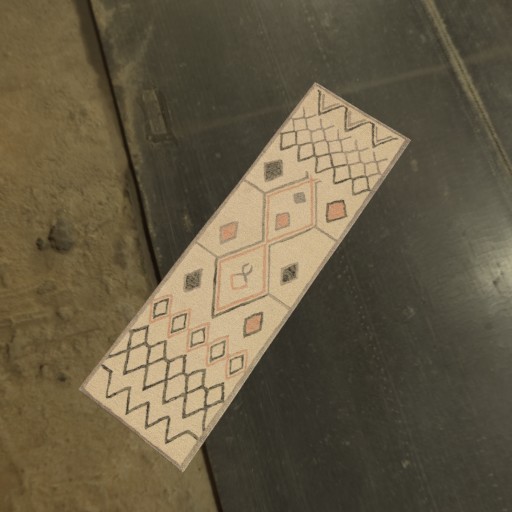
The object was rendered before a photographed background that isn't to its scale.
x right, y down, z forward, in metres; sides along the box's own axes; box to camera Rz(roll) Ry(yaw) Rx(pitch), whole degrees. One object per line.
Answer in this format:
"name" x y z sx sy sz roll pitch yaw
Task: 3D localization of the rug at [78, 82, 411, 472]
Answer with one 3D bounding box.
"rug" 0.000 0.000 2.696 0.750 0.011 2.435 34 78 8
